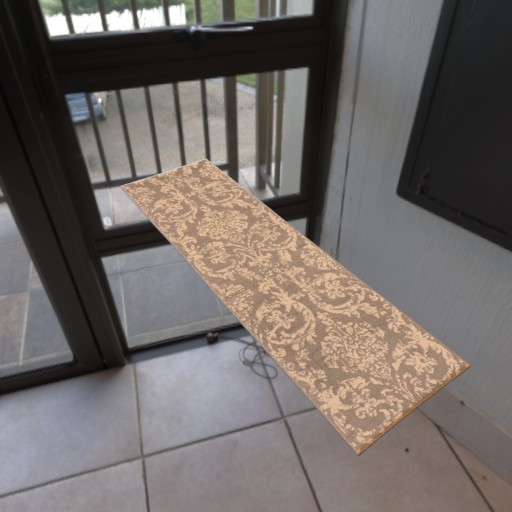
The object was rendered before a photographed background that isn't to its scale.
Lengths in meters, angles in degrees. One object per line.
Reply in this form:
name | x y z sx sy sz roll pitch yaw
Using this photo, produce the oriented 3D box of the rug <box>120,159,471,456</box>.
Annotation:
rug | 0.000 0.000 2.393 0.662 0.011 2.196 -25 46 -26
